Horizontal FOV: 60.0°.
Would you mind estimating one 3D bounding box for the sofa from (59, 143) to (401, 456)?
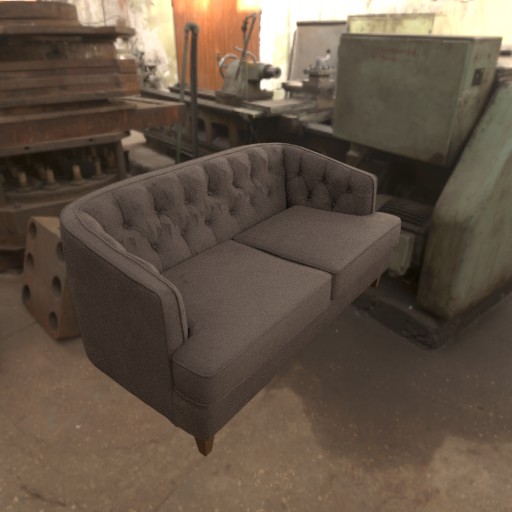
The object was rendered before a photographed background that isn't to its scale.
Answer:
[{"bbox_3d":[0.000,0.000,2.284,0.941,0.855,1.733,19,32,33],"label":"sofa"}]
